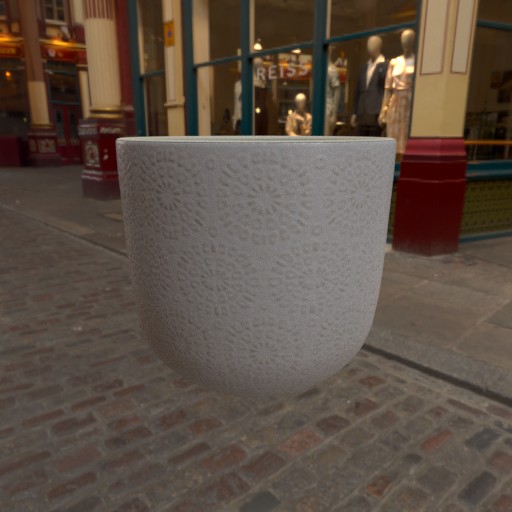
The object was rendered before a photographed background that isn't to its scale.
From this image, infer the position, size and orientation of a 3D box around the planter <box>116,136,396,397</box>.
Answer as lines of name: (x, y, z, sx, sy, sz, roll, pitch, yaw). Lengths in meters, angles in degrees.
planter: (0.000, 0.000, 0.368, 0.208, 0.190, 0.208, 0, 16, 0)
